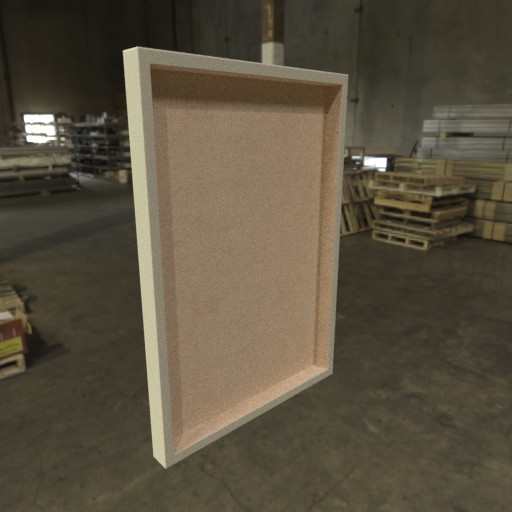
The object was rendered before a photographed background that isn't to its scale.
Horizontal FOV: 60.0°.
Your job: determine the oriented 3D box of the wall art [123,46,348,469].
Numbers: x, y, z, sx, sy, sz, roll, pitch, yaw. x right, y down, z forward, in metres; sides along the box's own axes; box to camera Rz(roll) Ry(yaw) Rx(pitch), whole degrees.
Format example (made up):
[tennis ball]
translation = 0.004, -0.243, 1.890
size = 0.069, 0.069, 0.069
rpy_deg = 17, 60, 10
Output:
[wall art]
translation = 0.000, 0.000, 0.762
size = 0.418, 0.608, 0.038
rpy_deg = -14, 21, -41
